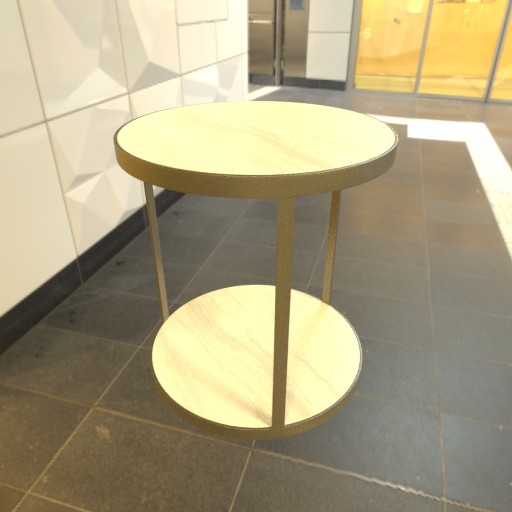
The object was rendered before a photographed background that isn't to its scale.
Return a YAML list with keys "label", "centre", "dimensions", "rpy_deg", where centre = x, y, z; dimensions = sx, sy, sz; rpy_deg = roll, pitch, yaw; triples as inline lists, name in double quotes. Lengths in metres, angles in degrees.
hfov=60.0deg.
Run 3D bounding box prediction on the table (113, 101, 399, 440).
- label: "table"
  centre: [0.000, 0.000, 0.837]
  dimensions: [0.445, 0.479, 0.445]
  rpy_deg: [0, 30, 0]
